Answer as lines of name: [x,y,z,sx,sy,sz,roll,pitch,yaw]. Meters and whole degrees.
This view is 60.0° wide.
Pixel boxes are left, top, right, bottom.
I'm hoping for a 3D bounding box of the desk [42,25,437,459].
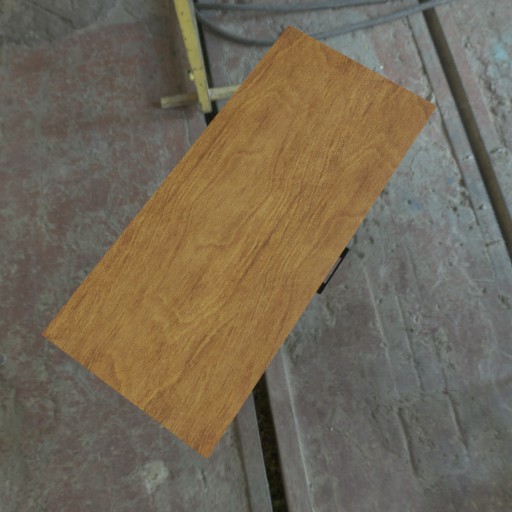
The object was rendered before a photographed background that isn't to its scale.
desk: [0.000,0.000,1.433,0.470,0.762,1.016,33,77,9]
